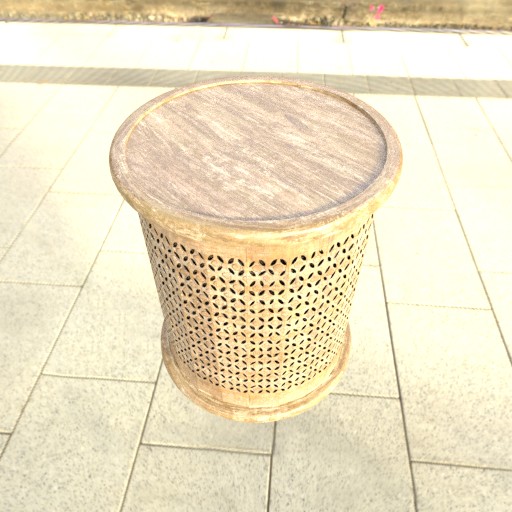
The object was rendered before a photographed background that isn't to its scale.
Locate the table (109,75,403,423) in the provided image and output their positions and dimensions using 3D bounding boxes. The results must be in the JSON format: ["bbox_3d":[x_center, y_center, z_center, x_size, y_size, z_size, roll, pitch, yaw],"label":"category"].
[{"bbox_3d":[0.000,0.000,0.794,0.407,0.482,0.407,0,46,0],"label":"table"}]
